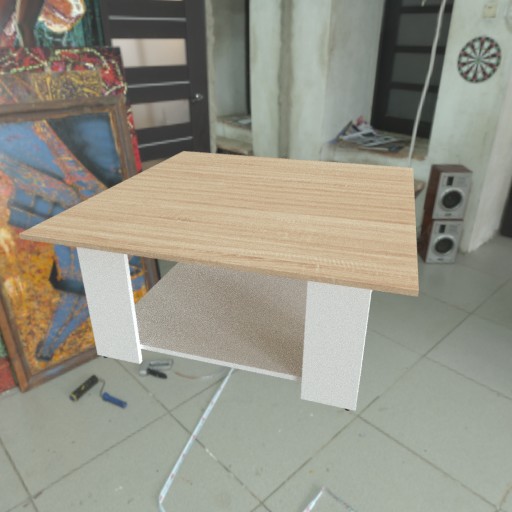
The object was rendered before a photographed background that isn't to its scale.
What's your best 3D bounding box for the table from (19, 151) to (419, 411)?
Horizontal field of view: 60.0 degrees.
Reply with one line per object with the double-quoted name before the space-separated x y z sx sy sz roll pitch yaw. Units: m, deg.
"table" 0.000 0.000 1.047 0.670 0.305 0.670 8 27 15
